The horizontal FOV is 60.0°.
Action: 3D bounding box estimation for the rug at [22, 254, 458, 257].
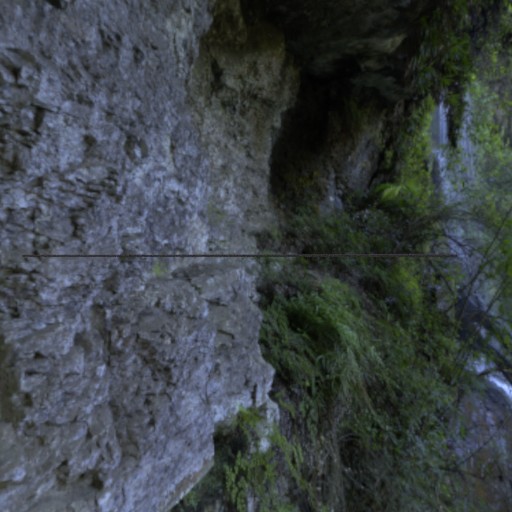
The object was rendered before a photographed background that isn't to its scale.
[{"bbox_3d":[0.000,0.000,2.904,2.260,0.013,1.600,0,0,18],"label":"rug"}]
